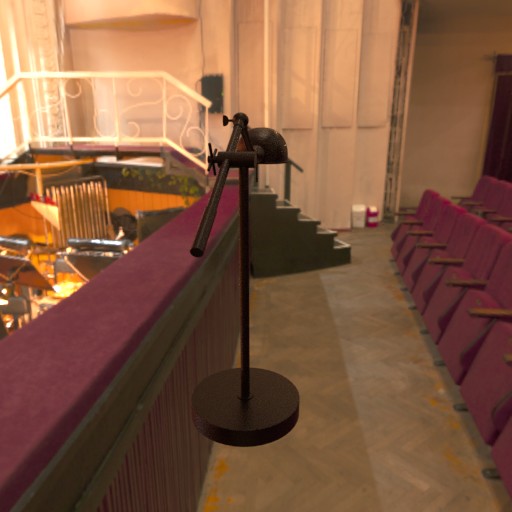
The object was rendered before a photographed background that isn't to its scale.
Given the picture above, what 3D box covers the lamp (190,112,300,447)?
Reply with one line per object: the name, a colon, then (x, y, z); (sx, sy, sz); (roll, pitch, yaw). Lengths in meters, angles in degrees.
lamp: (0.000, 0.000, 0.804); (0.185, 0.495, 0.567); (3, 16, 9)
